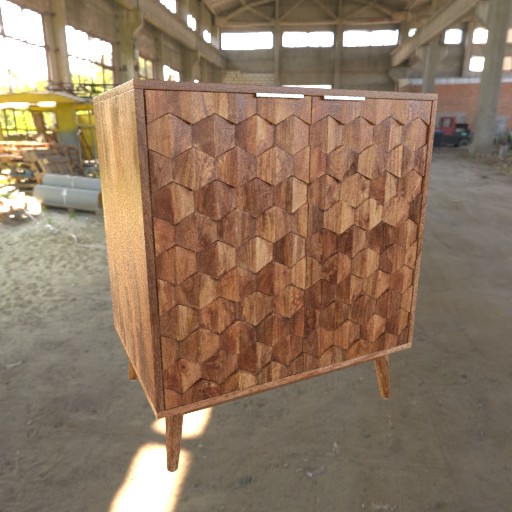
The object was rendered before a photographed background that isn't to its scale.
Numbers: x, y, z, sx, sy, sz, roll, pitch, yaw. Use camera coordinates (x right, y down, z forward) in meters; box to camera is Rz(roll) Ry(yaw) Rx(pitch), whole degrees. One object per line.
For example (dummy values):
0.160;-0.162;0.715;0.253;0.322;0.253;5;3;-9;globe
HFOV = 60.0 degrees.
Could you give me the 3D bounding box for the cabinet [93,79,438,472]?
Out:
0.000;0.000;1.112;0.647;0.758;0.473;-8;18;-26;cabinet
